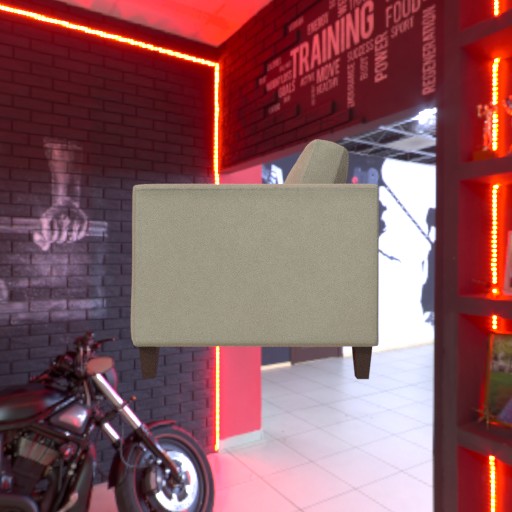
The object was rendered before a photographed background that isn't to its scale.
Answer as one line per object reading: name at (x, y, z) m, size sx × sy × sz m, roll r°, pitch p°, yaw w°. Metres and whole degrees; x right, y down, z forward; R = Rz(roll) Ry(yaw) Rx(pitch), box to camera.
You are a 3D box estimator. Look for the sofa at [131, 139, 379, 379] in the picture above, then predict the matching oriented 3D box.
sofa at (0.000, 0.000, 2.706) m, size 0.948 × 0.932 × 2.181 m, roll 0°, pitch 0°, yaw 0°
